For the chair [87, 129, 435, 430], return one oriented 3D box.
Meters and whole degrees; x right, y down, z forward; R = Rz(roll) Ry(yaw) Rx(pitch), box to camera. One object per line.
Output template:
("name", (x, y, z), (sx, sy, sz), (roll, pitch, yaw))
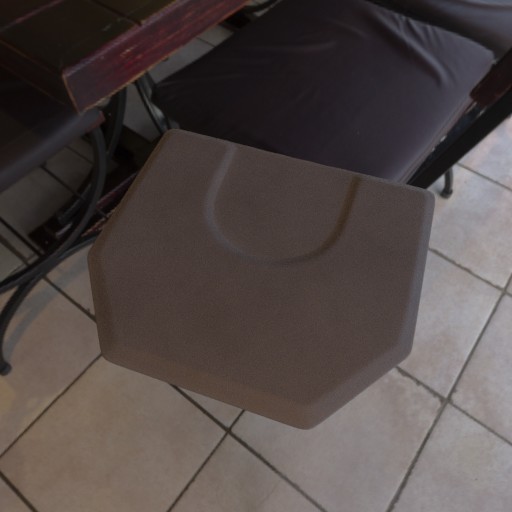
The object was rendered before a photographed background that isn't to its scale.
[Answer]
("chair", (0.000, 0.000, 1.874), (1.372, 0.024, 1.219), (16, 59, 10))
